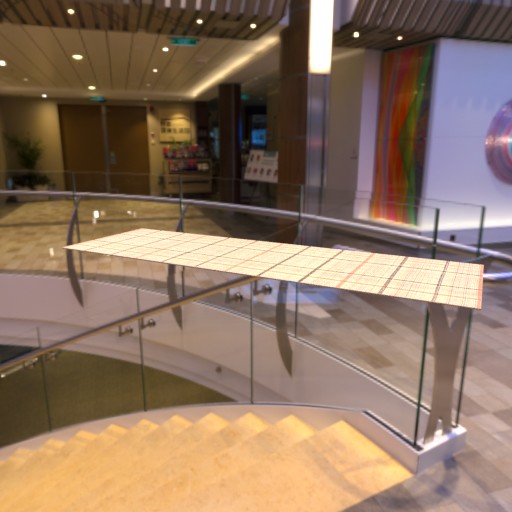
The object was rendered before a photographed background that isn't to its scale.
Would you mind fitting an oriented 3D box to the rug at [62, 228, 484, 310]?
[{"bbox_3d":[0.000,0.000,2.663,2.439,0.008,0.762,7,16,26],"label":"rug"}]
